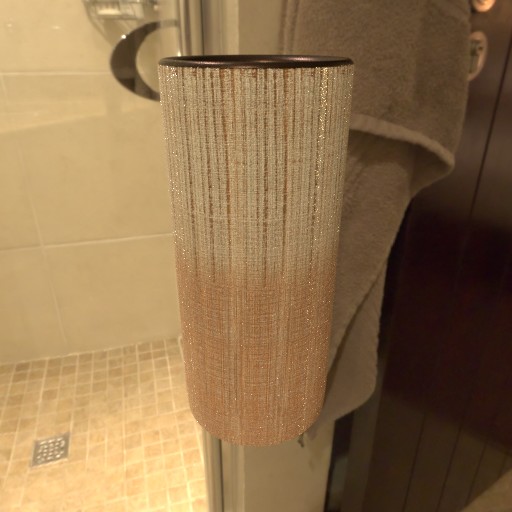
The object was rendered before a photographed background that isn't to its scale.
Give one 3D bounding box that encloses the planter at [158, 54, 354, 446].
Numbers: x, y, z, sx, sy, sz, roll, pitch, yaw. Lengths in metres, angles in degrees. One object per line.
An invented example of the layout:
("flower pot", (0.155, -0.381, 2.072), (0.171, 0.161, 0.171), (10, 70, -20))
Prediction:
("planter", (0.000, 0.000, 0.278), (0.100, 0.227, 0.100), (19, 32, 33))
